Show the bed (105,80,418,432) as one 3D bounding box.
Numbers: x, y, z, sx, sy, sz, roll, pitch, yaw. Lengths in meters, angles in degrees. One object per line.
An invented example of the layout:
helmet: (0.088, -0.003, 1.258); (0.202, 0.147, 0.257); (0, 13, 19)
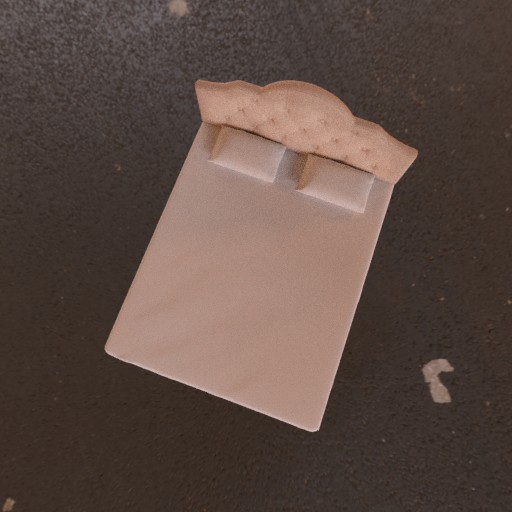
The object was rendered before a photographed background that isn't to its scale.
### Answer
bed: (0.000, 0.000, 3.018); (1.667, 1.194, 1.970); (19, 77, 5)
